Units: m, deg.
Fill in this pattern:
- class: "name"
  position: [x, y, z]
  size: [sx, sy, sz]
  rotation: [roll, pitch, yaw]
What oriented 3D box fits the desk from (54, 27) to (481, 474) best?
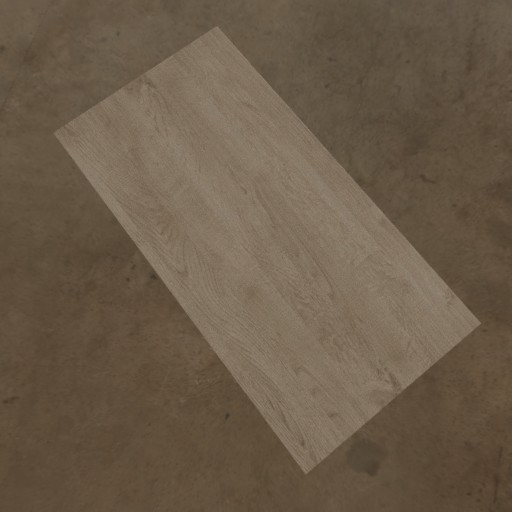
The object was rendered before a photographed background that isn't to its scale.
- class: "desk"
  position: [0.000, 0.000, 1.510]
  size: [0.560, 0.730, 1.096]
  rotation: [-37, 79, -8]
